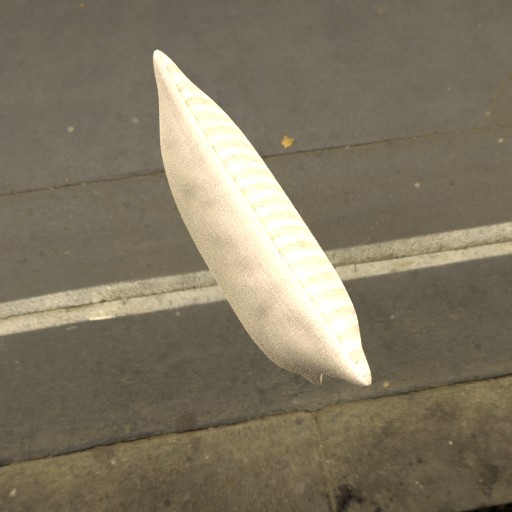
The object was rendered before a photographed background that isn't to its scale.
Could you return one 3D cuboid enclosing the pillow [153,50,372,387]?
[{"bbox_3d":[0.000,0.000,0.791,0.166,0.510,0.523,-30,76,-8],"label":"pillow"}]
